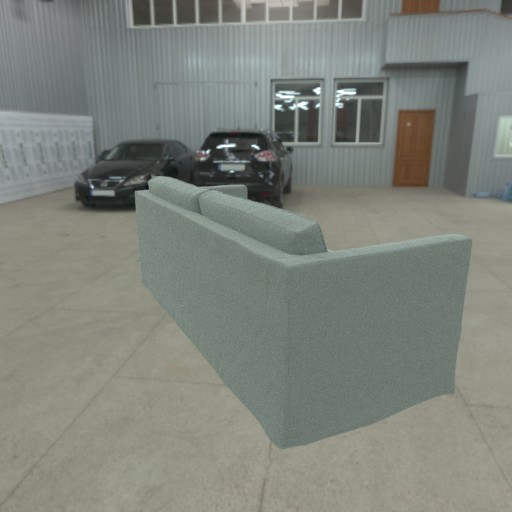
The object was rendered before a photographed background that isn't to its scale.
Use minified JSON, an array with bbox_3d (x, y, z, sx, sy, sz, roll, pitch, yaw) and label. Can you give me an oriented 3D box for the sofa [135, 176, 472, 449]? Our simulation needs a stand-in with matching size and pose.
[{"bbox_3d":[0.000,0.000,2.716,0.962,0.853,2.312,-8,17,-26],"label":"sofa"}]
